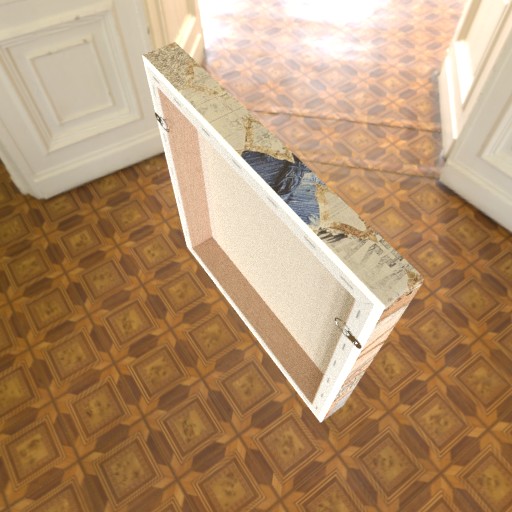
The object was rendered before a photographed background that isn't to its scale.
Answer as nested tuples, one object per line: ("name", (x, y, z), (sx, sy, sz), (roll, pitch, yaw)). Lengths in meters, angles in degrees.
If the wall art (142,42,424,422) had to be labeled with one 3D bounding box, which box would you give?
("wall art", (0.000, 0.000, 0.456), (0.036, 0.304, 0.303), (-31, 62, -18))
